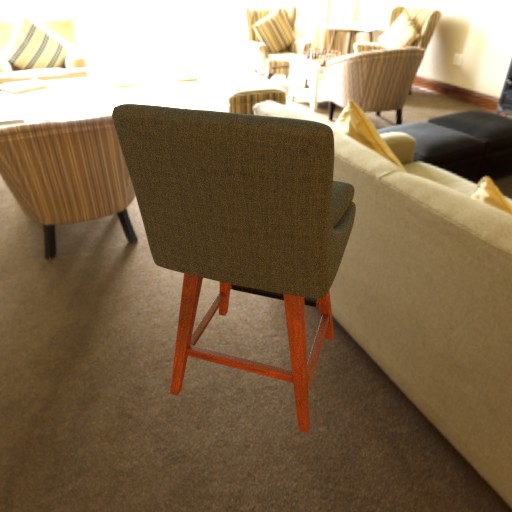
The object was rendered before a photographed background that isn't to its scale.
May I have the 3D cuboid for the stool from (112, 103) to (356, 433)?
[{"bbox_3d":[0.000,0.000,1.209,0.467,0.895,0.524,10,35,15],"label":"stool"}]
